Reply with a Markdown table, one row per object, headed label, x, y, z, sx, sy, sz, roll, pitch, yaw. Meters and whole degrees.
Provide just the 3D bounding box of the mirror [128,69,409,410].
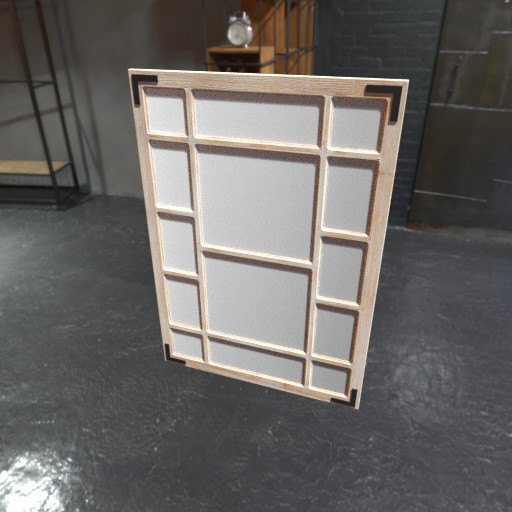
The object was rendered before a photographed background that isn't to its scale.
| label | x | y | z | sx | sy | sz | roll | pitch | yaw |
| --- | --- | --- | --- | --- | --- | --- | --- | --- | --- |
| mirror | 0.000 | 0.000 | 1.304 | 0.705 | 0.996 | 0.025 | 9 | 30 | 17 |
